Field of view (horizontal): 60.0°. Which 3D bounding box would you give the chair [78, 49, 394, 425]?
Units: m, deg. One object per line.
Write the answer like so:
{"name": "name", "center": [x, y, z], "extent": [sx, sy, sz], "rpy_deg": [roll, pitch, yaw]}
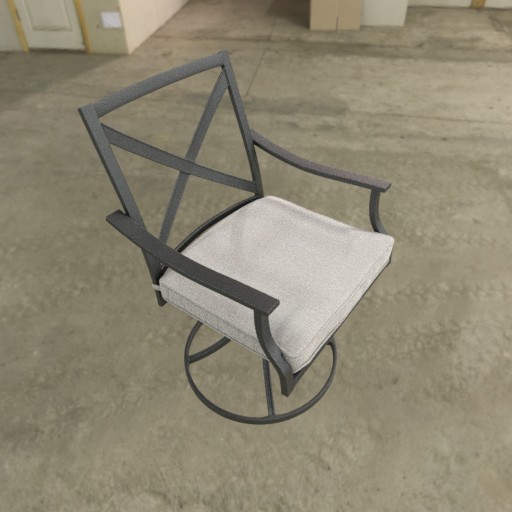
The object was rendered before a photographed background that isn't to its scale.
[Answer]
{"name": "chair", "center": [0.000, 0.000, 1.252], "extent": [0.620, 0.889, 0.575], "rpy_deg": [26, 48, 26]}
